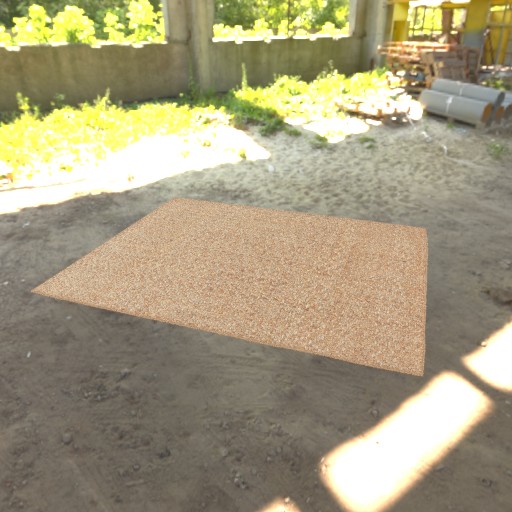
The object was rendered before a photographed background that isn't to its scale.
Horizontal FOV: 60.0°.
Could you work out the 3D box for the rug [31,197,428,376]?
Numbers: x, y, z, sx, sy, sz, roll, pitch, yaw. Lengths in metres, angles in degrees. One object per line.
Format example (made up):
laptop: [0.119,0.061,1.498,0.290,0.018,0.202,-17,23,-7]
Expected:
rug: [0.000,0.000,4.167,3.048,0.013,2.439,9,28,17]
